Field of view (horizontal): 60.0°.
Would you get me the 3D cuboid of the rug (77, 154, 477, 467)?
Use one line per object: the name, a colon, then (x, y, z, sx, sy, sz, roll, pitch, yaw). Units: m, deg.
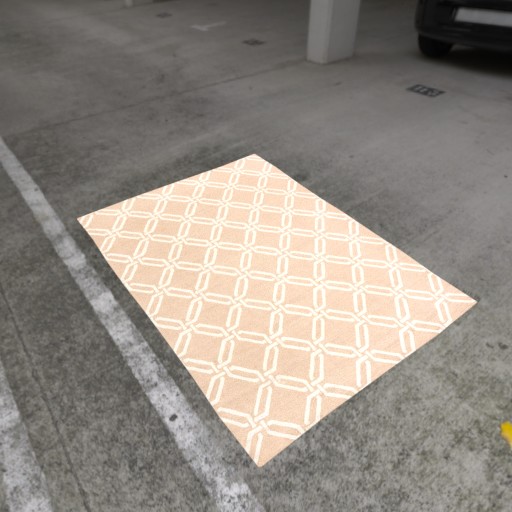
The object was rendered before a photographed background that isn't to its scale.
rug: (0.000, 0.000, 4.399, 2.452, 0.020, 3.365, -26, 48, -26)
